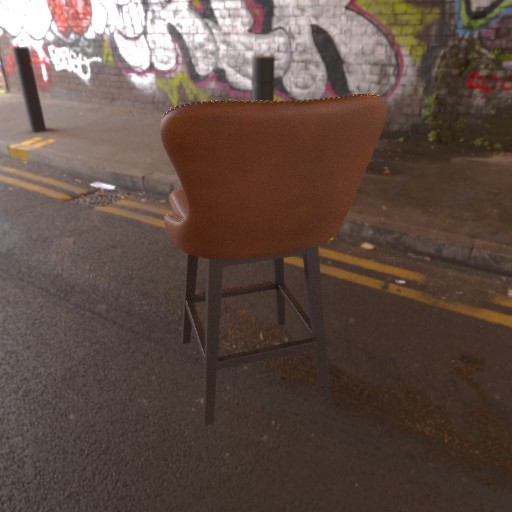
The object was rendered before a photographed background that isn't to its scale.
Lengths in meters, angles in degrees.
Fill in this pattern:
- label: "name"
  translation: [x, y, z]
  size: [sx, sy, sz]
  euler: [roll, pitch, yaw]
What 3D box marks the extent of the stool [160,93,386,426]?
- label: "stool"
  translation: [0.000, 0.000, 1.328]
  size: [0.528, 0.971, 0.593]
  euler: [-8, 29, -16]
